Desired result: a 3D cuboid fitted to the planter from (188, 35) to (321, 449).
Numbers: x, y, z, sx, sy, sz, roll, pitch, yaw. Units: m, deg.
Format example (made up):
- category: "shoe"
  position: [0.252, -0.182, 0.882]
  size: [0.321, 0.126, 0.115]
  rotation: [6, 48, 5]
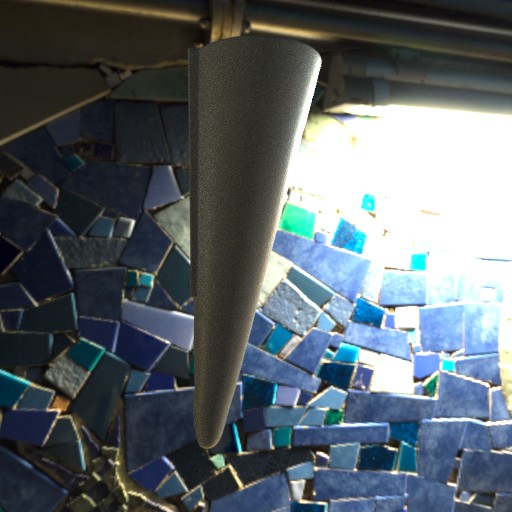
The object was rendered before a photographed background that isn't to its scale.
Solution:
- category: "planter"
  position: [0.000, 0.000, 0.220]
  size: [0.064, 0.191, 0.057]
  rotation: [0, 1, -1]
